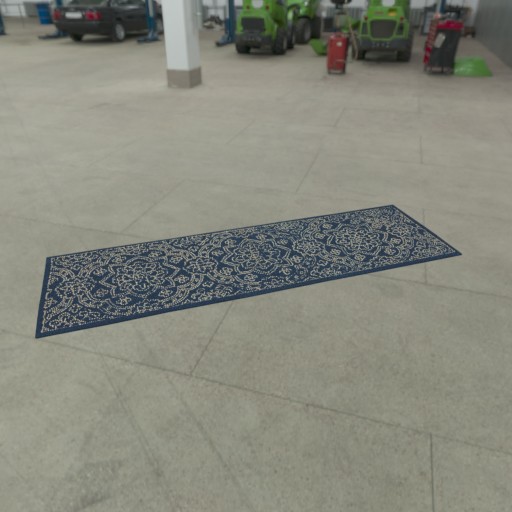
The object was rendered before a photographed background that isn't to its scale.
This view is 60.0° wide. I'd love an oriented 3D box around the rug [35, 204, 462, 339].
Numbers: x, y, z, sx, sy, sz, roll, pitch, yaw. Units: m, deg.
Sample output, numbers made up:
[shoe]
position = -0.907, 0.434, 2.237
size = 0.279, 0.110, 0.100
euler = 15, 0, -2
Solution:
[rug]
position = 0.000, 0.000, 2.723
size = 2.448, 0.012, 0.769
euler = -10, 33, -15
